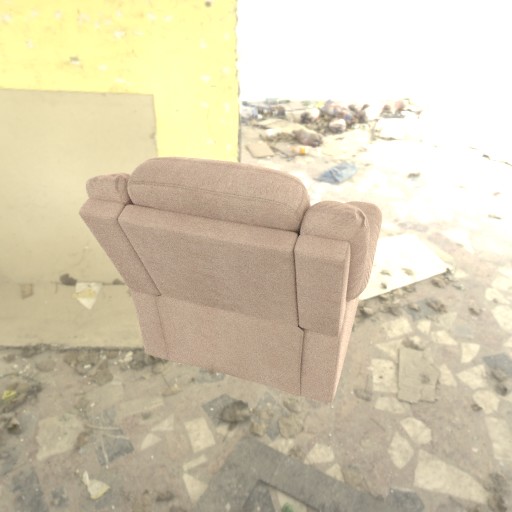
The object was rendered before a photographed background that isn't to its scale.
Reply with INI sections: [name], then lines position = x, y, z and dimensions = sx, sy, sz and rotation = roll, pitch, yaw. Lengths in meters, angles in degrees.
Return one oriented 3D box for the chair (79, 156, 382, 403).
[chair]
position = 0.000, 0.000, 1.764
dimensions = 0.899, 1.008, 0.944
rotation = 11, 34, 16
